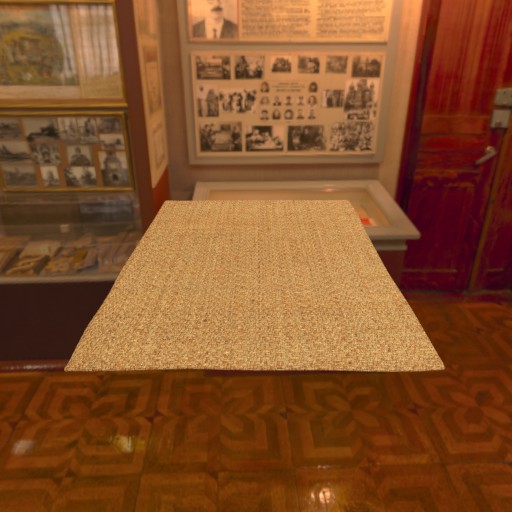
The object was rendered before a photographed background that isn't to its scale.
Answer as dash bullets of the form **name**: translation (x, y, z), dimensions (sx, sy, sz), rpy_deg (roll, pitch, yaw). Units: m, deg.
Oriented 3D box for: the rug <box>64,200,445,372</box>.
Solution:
- **rug**: translation (0.000, 0.000, 2.729), dimensions (1.566, 0.013, 2.141), rpy_deg (0, 26, 0)
